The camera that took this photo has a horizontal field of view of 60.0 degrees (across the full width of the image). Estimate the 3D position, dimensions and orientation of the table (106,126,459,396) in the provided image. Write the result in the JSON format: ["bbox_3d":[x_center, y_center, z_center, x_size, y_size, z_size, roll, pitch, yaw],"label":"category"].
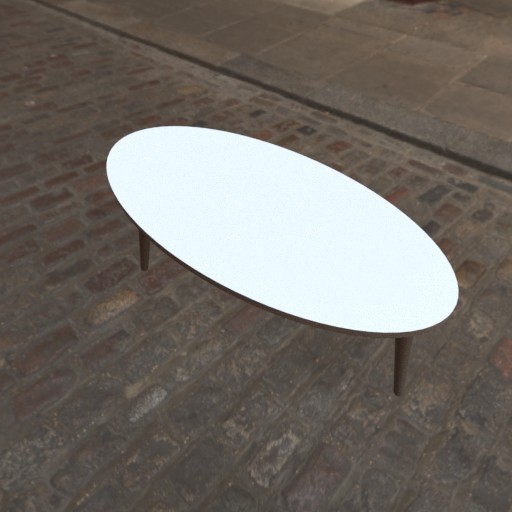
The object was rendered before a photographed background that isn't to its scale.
[{"bbox_3d":[0.000,0.000,1.308,1.083,0.390,0.542,32,53,28],"label":"table"}]
